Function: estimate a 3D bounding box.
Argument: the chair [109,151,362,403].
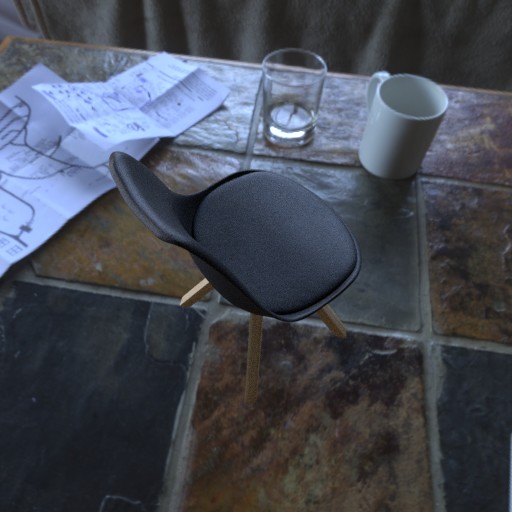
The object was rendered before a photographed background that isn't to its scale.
[{"bbox_3d":[0.000,0.000,1.210,0.549,0.850,0.485,-31,62,-18],"label":"chair"}]
